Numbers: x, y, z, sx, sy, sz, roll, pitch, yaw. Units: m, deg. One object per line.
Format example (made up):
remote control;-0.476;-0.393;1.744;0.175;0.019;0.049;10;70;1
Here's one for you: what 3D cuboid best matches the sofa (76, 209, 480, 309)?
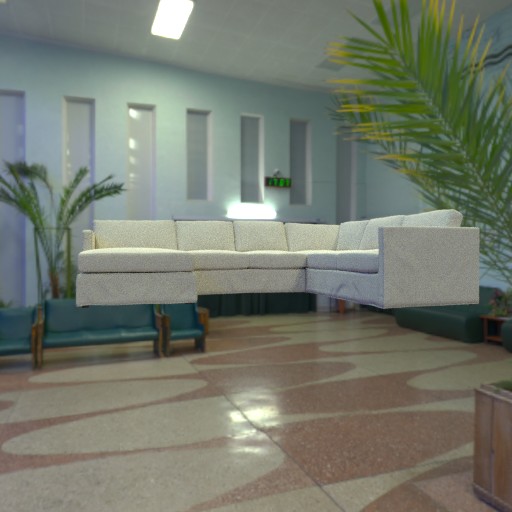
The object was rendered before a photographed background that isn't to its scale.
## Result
sofa;0.000;0.000;4.596;3.464;0.882;2.448;0;0;-18
